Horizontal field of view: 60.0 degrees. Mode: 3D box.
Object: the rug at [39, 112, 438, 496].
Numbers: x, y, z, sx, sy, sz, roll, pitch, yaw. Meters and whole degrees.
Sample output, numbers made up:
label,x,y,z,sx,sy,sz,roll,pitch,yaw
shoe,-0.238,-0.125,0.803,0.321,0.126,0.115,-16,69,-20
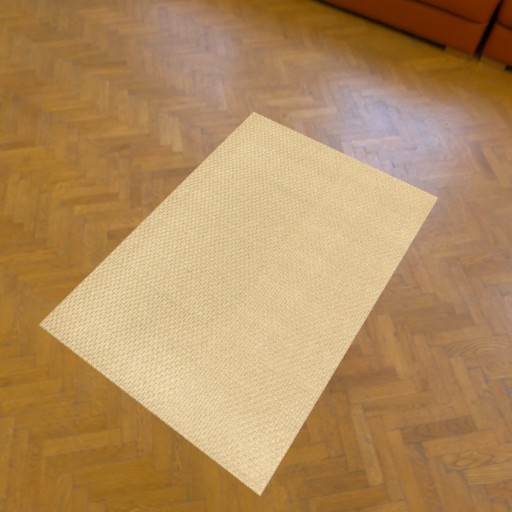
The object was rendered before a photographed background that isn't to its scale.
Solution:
label,x,y,z,sx,sy,sz,roll,pitch,yaw
rug,0.000,0.000,2.746,1.509,0.013,2.144,30,63,17
